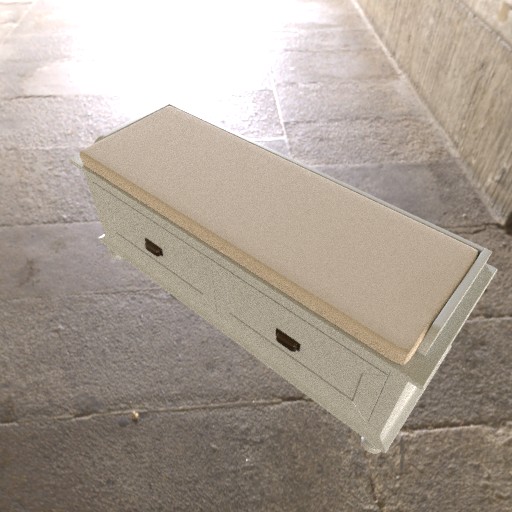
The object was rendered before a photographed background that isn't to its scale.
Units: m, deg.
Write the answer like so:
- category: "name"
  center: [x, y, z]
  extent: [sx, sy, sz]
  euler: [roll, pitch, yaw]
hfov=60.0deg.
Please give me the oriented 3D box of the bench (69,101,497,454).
- category: "bench"
  center: [0.000, 0.000, 1.366]
  extent: [1.185, 0.486, 0.402]
  euler: [32, 54, 26]
